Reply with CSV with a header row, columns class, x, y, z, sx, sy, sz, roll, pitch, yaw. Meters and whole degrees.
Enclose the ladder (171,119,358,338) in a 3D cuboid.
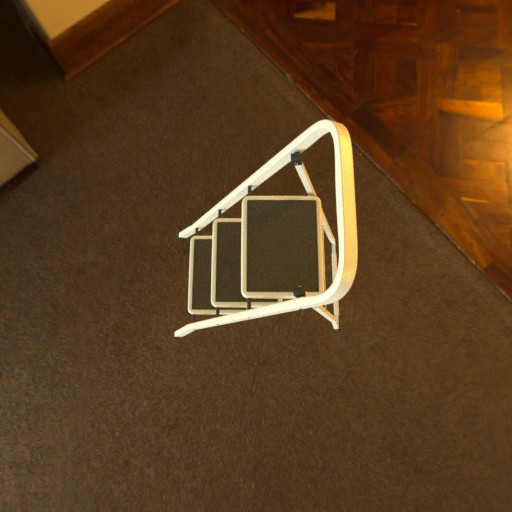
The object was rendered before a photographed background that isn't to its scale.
class,x,y,z,sx,sy,sz,roll,pitch,yaw
ladder,0.000,0.000,1.411,0.711,1.050,0.460,0,76,0
